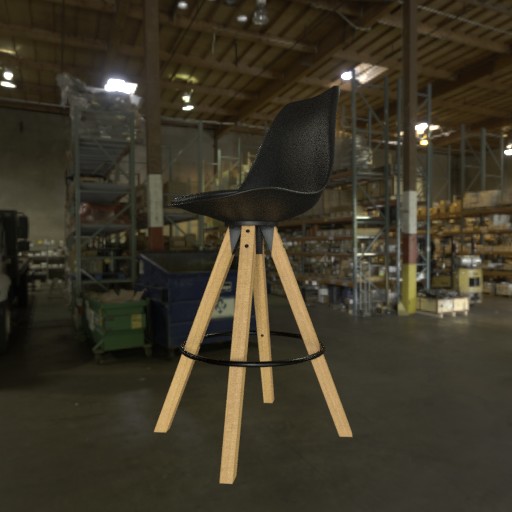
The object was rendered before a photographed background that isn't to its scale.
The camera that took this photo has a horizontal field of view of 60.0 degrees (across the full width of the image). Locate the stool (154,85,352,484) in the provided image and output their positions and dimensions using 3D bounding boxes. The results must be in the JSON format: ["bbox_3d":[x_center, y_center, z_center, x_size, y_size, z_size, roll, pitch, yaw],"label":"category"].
[{"bbox_3d":[0.000,0.000,1.396,0.550,1.115,0.485,-1,1,-37],"label":"stool"}]
